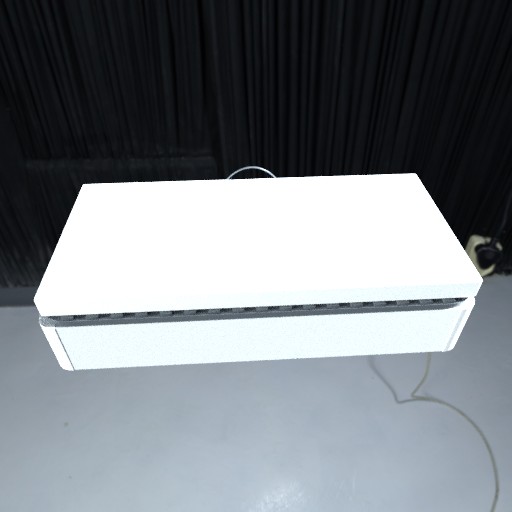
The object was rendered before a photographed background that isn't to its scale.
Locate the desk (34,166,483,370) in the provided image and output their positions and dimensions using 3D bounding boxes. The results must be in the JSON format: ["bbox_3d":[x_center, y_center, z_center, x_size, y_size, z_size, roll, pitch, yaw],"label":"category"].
[{"bbox_3d":[0.000,0.000,2.250,1.900,0.526,0.900,-2,41,-3],"label":"desk"}]
